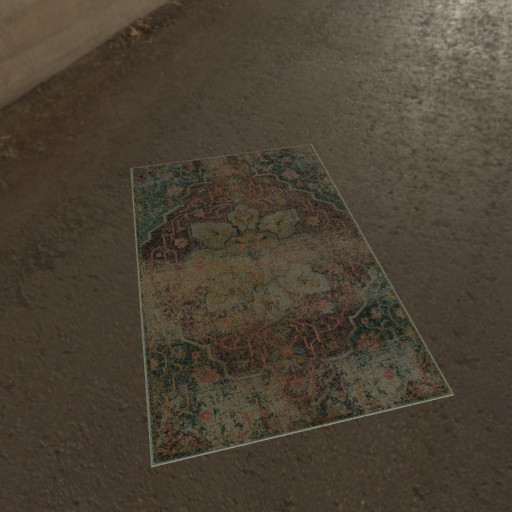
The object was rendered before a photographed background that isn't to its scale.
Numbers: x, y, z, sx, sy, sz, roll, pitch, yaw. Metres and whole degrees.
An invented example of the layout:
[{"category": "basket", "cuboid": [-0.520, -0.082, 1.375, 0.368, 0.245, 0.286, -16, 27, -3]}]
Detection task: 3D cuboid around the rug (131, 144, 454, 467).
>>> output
[{"category": "rug", "cuboid": [0.000, 0.000, 2.911, 1.566, 0.004, 2.363, -9, 48, -8]}]
